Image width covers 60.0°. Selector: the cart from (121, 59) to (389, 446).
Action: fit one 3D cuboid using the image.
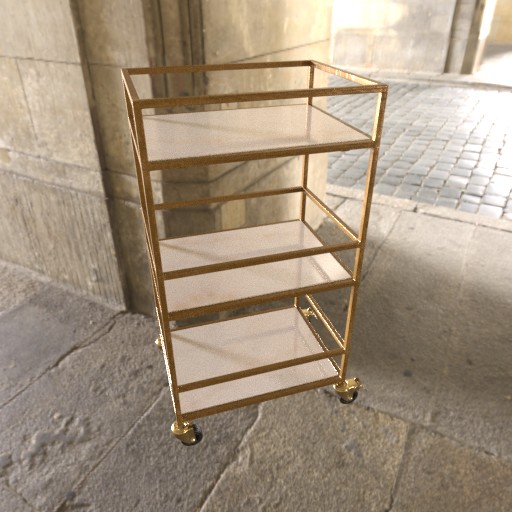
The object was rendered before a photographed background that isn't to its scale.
[{"bbox_3d":[0.000,0.000,0.994,0.483,0.761,0.332,-9,32,-15],"label":"cart"}]
